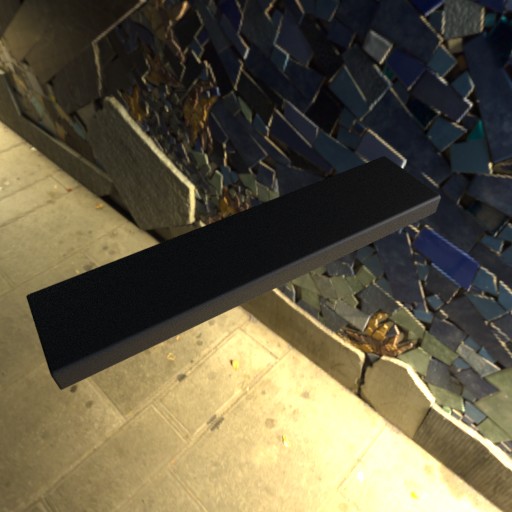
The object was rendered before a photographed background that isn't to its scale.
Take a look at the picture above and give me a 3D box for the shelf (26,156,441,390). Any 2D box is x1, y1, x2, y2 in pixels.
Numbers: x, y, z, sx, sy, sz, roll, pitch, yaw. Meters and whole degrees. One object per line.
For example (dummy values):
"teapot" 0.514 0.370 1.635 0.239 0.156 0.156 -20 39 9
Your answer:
"shelf" 0.000 0.000 0.495 0.456 0.053 0.102 -24 51 -21
